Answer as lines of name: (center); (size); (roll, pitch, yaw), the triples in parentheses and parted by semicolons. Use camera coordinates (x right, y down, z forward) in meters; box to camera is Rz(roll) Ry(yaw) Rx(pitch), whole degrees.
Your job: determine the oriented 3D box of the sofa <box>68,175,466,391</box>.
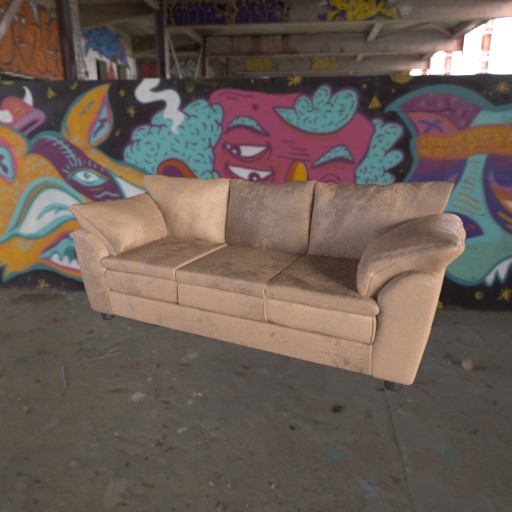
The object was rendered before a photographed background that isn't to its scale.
sofa: (0.000, 0.000, 2.794); (2.377, 0.981, 0.893); (8, 17, 27)
